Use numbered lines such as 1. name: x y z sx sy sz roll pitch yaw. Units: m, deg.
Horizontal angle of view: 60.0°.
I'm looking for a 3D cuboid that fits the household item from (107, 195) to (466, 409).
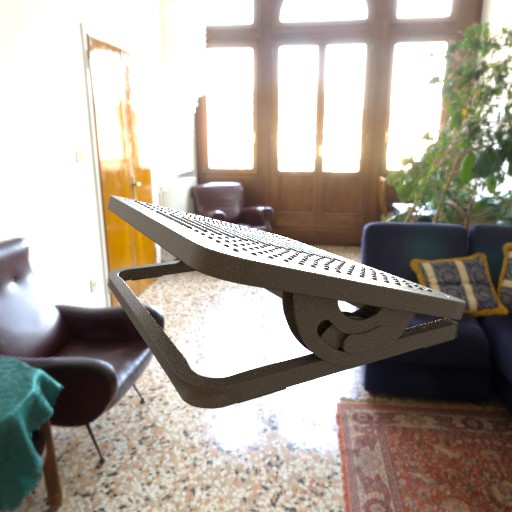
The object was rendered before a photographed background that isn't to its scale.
1. household item: 0.000 0.000 0.536 0.301 0.126 0.390 -8 16 -27
